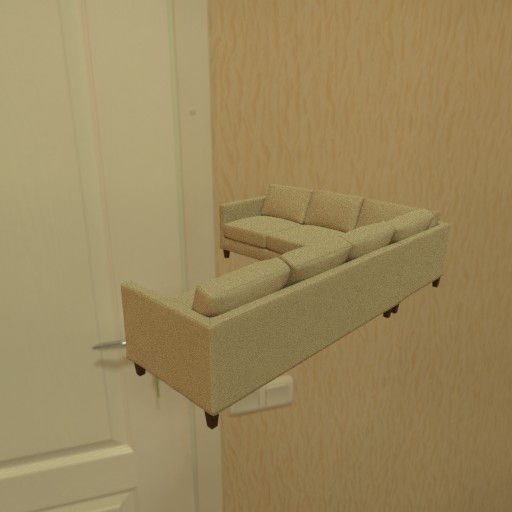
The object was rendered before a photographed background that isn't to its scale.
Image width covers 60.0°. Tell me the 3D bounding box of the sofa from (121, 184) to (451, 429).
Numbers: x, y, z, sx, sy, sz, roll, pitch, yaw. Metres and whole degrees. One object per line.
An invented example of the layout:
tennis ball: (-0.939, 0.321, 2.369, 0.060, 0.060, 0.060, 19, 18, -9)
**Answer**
sofa: (0.000, 0.000, 4.263, 2.432, 0.863, 3.182, 17, 25, 42)
